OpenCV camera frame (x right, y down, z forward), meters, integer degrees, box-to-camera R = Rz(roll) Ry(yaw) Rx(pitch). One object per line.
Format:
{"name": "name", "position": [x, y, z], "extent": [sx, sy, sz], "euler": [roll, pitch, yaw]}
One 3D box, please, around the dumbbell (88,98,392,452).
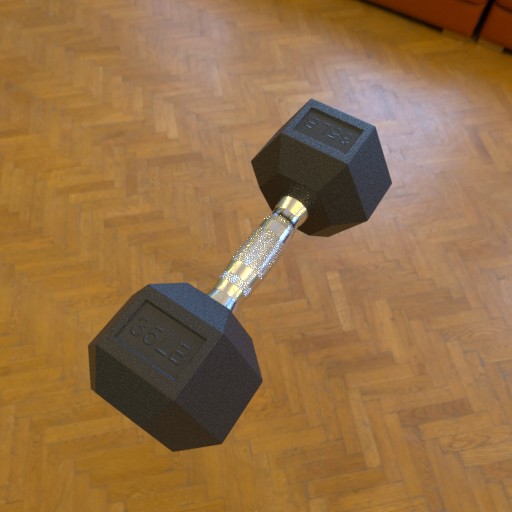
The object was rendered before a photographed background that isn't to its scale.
{"name": "dumbbell", "position": [0.000, 0.000, 0.423], "extent": [0.141, 0.123, 0.356], "euler": [30, 64, 16]}
